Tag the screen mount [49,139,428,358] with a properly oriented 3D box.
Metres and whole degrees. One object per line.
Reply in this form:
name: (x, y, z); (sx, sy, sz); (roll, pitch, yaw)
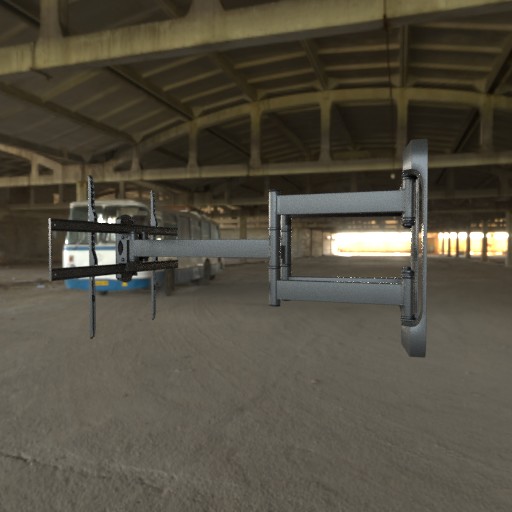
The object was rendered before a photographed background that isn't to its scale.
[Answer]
screen mount: (0.000, 0.000, 1.318); (0.905, 0.483, 0.725); (0, 2, 17)
